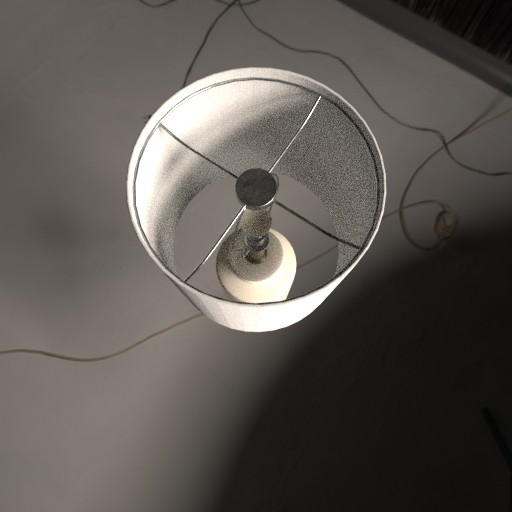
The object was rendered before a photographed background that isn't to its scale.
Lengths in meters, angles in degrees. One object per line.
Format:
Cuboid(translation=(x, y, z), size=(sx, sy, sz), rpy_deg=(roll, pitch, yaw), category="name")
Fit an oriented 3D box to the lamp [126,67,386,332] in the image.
Cuboid(translation=(0.000, 0.000, 0.599), size=(0.212, 0.493, 0.212), rpy_deg=(33, 78, 8), category="lamp")
